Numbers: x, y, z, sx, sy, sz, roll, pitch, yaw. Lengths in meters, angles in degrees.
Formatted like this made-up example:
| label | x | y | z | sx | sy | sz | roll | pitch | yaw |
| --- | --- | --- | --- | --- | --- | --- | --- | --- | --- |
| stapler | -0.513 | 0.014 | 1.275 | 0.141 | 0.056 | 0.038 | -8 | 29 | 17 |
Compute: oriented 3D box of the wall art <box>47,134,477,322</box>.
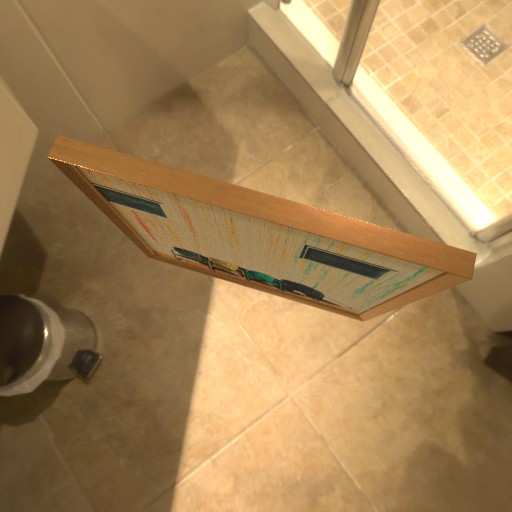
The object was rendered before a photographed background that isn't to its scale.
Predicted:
| label | x | y | z | sx | sy | sz | roll | pitch | yaw |
| --- | --- | --- | --- | --- | --- | --- | --- | --- | --- |
| wall art | 0.000 | 0.000 | 0.450 | 0.302 | 0.302 | 0.019 | 16 | 77 | 4 |
